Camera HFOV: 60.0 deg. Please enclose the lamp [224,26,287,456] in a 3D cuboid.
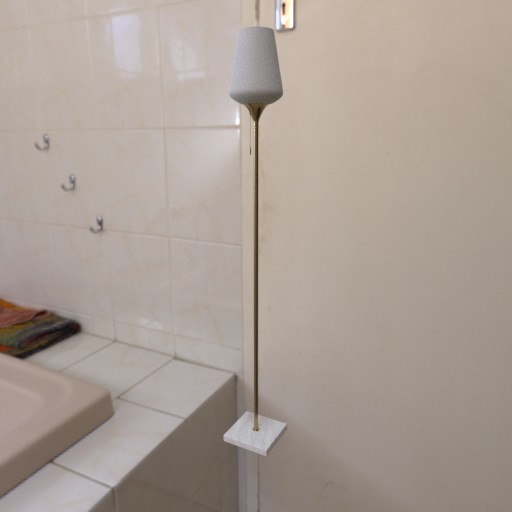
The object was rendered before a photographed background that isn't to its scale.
[{"bbox_3d":[0.000,0.000,1.953,0.232,1.813,0.229,8,16,27],"label":"lamp"}]
